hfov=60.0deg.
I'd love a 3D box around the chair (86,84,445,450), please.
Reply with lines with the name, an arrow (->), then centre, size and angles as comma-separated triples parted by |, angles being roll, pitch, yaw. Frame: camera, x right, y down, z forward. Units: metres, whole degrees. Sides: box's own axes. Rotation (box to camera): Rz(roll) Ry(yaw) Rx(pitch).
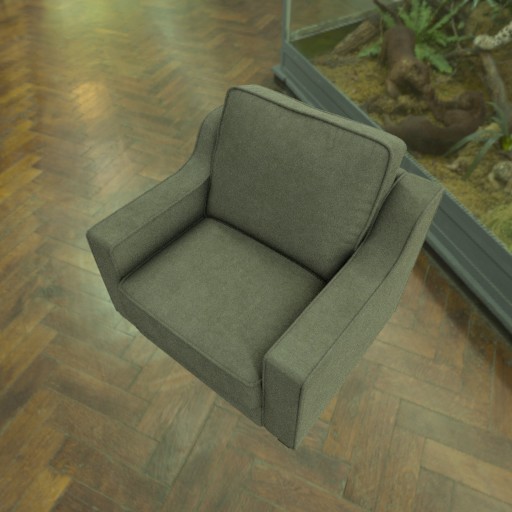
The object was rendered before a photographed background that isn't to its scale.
chair -> 0.000, 0.000, 1.625 | 0.926, 0.944, 0.840 | 30, 53, 26
